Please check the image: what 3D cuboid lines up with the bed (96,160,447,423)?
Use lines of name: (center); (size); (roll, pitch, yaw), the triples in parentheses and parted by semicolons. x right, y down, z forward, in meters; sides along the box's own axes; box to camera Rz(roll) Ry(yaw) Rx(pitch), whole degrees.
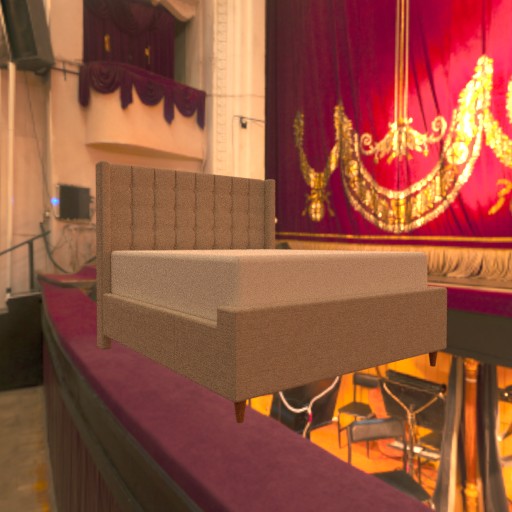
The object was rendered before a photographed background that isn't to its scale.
bed: (0.000, 0.000, 3.864); (2.045, 1.743, 2.370); (-1, 2, -36)
